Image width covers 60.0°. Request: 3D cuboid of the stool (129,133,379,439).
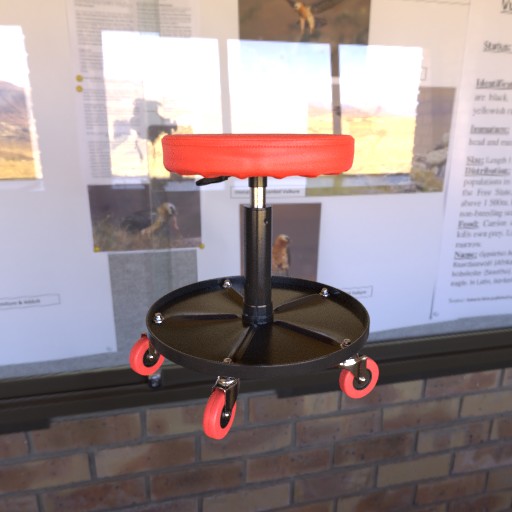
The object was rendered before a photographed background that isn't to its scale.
[{"bbox_3d":[0.000,0.000,0.689,0.381,0.365,0.382,-15,22,-42],"label":"stool"}]
